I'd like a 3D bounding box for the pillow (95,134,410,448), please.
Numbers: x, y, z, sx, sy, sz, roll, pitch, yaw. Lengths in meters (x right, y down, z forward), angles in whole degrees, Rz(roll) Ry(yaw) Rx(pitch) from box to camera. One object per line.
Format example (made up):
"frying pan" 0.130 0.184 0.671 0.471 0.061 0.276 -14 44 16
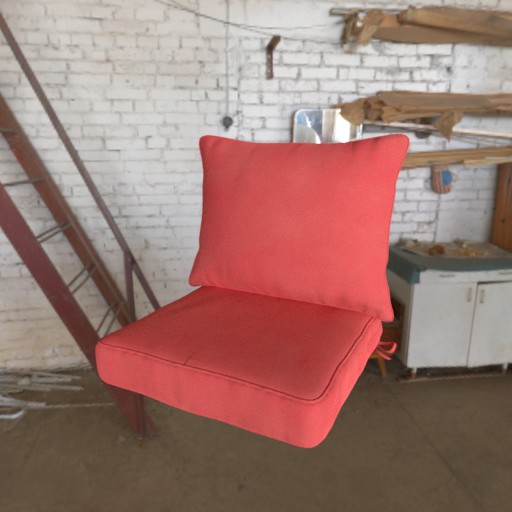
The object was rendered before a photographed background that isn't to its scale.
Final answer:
"pillow" 0.000 0.000 1.360 0.798 0.725 0.733 8 17 26
